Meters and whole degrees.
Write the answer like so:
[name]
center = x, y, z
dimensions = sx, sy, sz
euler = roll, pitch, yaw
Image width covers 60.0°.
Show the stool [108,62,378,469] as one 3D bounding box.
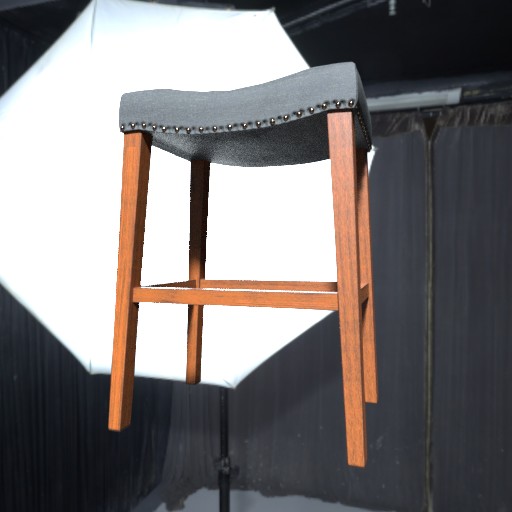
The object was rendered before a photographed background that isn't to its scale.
[stool]
center = 0.000, 0.000, 0.856
dimensions = 0.439, 0.612, 0.320
euler = 0, 0, 19
